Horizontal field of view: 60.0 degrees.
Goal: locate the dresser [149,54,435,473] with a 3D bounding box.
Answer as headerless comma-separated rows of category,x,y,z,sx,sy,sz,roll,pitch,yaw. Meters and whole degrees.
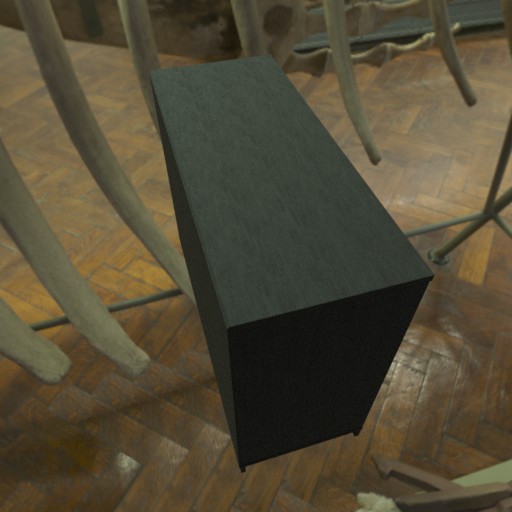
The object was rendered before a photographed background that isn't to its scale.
dresser,0.000,0.000,1.417,0.404,0.816,0.994,-13,49,-11
